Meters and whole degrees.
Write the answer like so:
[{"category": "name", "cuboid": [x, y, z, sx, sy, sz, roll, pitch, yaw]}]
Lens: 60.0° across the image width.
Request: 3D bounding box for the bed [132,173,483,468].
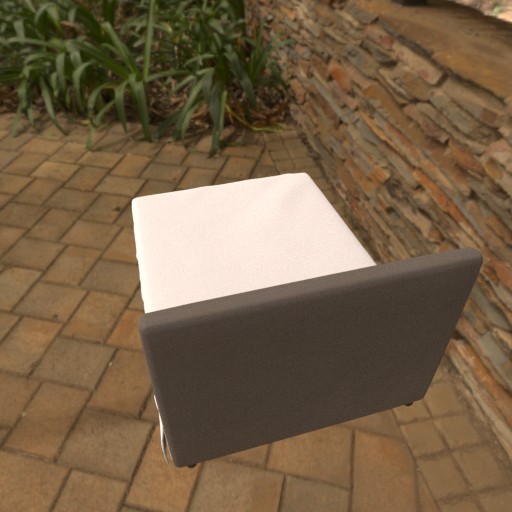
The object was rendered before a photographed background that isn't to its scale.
[{"category": "bed", "cuboid": [0.000, 0.000, 3.136, 1.723, 1.330, 2.142, -11, 41, -12]}]
